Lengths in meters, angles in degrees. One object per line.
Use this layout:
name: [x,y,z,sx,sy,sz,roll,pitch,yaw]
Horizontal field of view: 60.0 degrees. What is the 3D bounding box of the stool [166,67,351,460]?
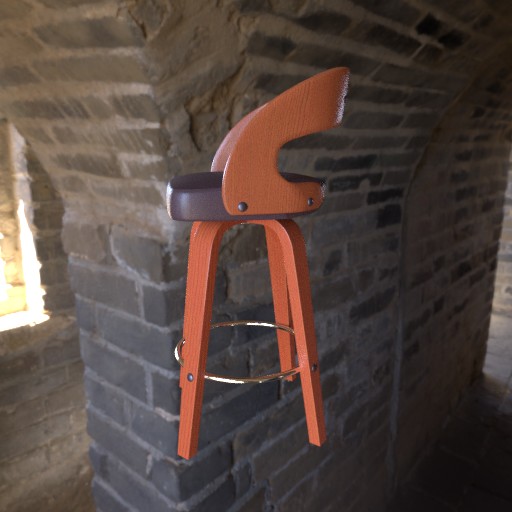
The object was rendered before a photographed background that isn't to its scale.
stool: [0.000,0.000,1.195,0.457,0.940,0.457,-2,13,-9]
